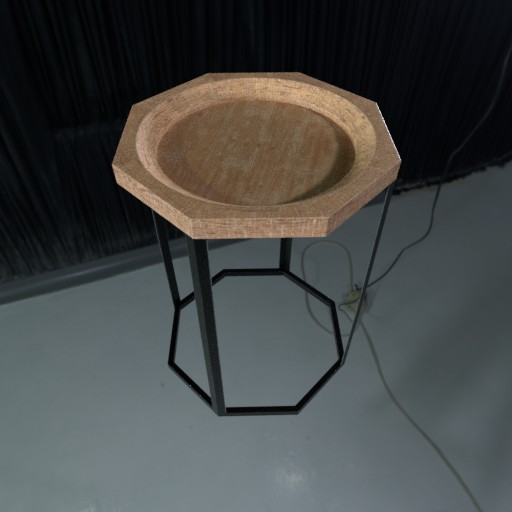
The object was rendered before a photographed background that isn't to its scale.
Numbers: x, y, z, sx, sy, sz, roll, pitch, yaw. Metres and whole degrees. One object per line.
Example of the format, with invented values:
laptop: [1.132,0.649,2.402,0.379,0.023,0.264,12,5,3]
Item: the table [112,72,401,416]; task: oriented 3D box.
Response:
table: [0.000,0.000,0.875,0.437,0.553,0.437,-18,49,-16]
